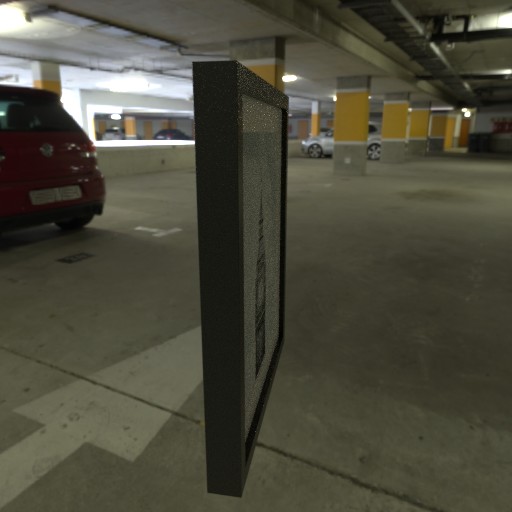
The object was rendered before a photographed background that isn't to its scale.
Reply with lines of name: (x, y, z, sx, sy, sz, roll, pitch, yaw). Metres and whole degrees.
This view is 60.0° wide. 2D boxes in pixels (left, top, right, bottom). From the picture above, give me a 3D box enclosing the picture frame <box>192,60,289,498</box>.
picture frame: (0.000, 0.000, 0.522, 0.034, 0.378, 0.328, 3, 16, 10)
